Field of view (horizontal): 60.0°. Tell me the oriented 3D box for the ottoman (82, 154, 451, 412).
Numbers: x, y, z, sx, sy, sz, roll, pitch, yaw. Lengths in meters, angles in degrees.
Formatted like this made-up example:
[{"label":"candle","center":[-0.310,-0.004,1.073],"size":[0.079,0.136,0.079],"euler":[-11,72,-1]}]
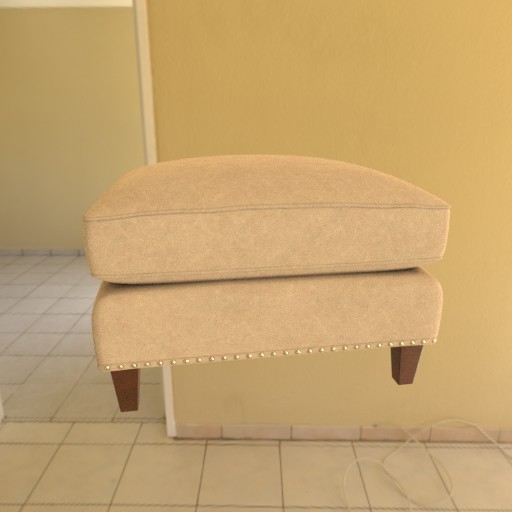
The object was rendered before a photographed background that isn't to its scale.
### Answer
[{"label":"ottoman","center":[0.000,0.000,1.167],"size":[0.741,0.513,0.584],"euler":[-3,17,-9]}]
